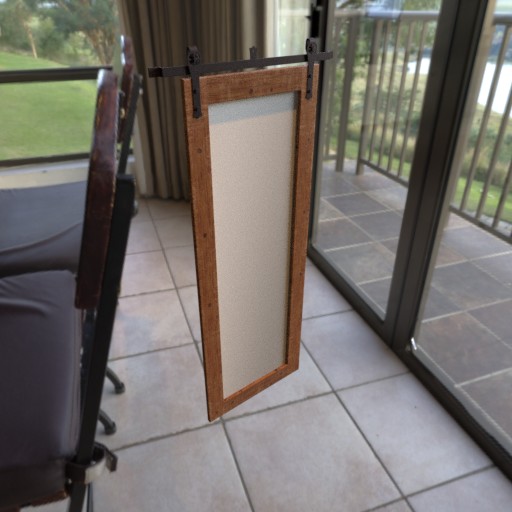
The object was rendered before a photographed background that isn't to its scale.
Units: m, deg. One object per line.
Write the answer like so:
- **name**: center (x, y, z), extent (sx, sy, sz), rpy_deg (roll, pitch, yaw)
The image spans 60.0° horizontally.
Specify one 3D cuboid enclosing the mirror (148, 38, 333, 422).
- **mirror**: center (0.000, 0.000, 2.053), extent (0.847, 1.793, 0.042), rpy_deg (-22, 37, -32)
